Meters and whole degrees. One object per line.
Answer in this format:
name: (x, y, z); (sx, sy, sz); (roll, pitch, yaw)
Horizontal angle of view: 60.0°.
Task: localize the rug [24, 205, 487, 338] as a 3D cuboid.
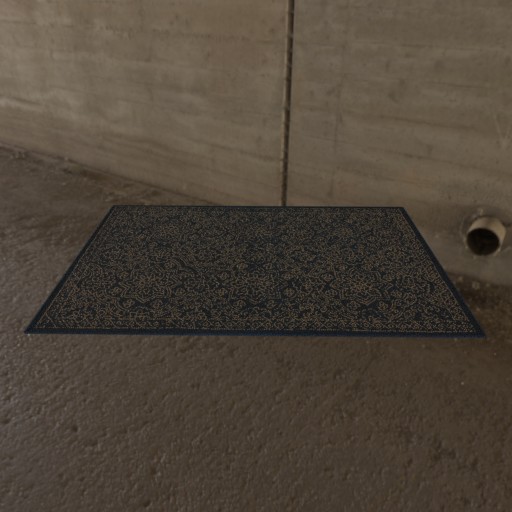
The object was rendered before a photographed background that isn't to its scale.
rug: (0.000, 0.000, 2.263); (1.829, 0.010, 1.219); (0, 31, 1)
